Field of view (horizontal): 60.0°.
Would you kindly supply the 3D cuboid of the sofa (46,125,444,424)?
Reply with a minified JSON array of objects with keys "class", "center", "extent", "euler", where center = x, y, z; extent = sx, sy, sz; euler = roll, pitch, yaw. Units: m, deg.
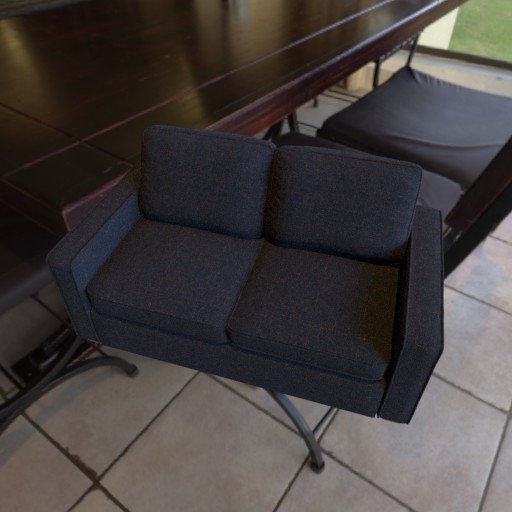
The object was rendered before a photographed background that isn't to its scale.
[{"class":"sofa","center":[0.000,0.000,2.192],"extent":[1.709,0.918,0.947],"euler":[11,43,13]}]
